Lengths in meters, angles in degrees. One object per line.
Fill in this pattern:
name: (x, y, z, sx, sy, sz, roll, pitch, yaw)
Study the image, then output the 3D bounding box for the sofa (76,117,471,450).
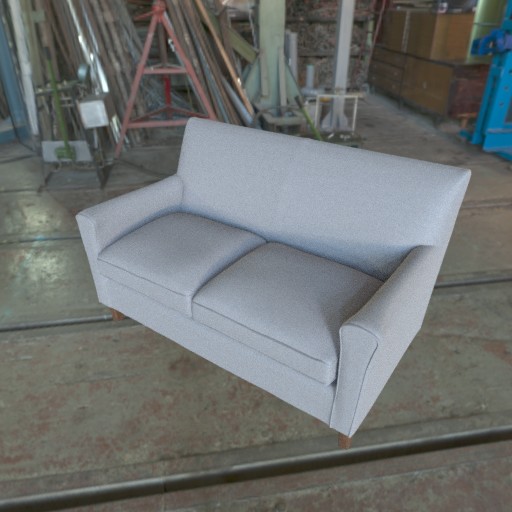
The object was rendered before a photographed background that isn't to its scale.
sofa: (0.000, 0.000, 2.037, 1.482, 0.890, 0.888, 20, 36, 30)
